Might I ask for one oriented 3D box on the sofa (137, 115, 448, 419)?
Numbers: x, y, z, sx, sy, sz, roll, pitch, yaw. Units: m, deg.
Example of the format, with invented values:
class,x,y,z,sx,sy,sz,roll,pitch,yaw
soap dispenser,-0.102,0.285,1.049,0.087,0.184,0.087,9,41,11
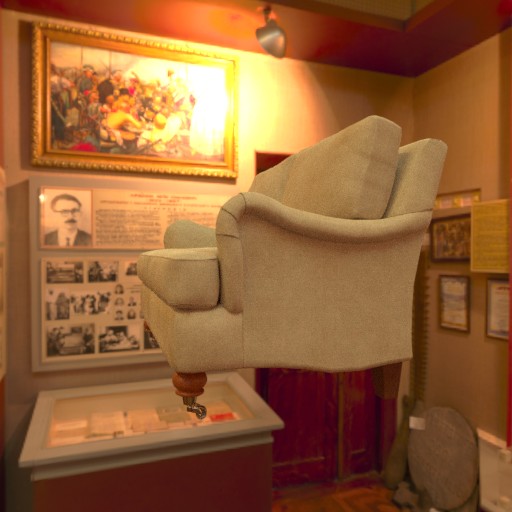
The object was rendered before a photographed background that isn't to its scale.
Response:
class,x,y,z,sx,sy,sz,roll,pitch,yaw
sofa,0.000,0.000,2.211,1.086,1.087,1.498,0,1,-19
